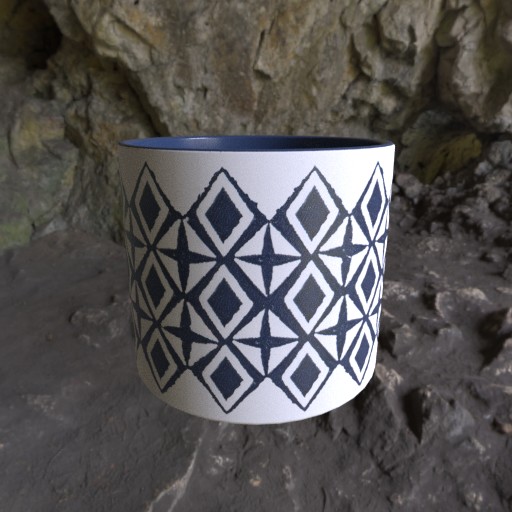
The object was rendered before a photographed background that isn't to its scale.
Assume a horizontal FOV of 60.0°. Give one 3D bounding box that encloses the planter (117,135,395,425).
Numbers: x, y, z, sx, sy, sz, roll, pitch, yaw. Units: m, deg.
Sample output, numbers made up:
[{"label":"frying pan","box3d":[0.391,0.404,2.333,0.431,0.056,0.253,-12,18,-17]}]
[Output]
[{"label":"planter","box3d":[0.000,0.000,0.325,0.182,0.165,0.182,0,17,0]}]
